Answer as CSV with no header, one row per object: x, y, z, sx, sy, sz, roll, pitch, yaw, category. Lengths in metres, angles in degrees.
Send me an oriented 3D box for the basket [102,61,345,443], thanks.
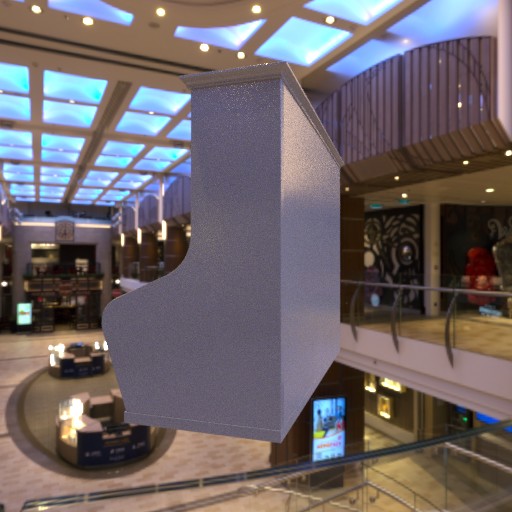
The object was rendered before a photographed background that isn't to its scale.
0.000,0.000,1.111,0.350,0.600,0.780,0,0,18,basket
